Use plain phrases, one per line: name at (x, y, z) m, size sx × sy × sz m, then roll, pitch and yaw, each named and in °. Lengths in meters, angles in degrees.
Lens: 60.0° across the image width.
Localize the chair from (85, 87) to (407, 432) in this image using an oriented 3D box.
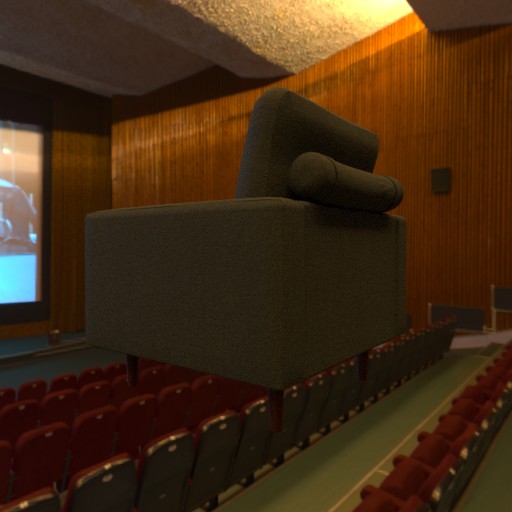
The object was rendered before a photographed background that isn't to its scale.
chair at (0.000, 0.000, 1.518) m, size 0.843 × 0.880 × 0.821 m, roll 1°, pitch 2°, yaw 37°
